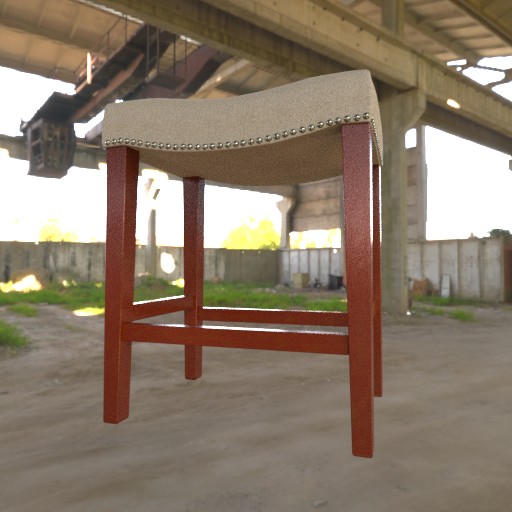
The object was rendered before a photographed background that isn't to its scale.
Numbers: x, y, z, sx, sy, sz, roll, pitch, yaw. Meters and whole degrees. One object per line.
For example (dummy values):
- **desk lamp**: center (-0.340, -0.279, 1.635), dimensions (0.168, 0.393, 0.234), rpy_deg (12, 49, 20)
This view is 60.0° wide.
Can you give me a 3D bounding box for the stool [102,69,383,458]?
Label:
- **stool**: center (0.000, 0.000, 0.937), dimensions (0.509, 0.632, 0.375), rpy_deg (0, -1, 18)
